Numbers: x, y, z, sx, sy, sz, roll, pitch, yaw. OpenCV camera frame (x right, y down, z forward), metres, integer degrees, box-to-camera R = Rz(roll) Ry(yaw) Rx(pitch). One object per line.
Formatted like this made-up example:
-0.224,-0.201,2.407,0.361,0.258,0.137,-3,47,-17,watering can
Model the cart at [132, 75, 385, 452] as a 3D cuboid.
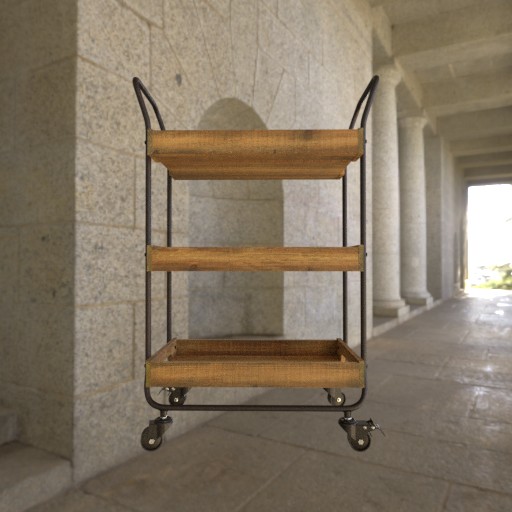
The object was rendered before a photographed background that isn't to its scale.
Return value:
0.000,0.000,1.132,0.583,0.857,0.339,0,-1,1,cart
